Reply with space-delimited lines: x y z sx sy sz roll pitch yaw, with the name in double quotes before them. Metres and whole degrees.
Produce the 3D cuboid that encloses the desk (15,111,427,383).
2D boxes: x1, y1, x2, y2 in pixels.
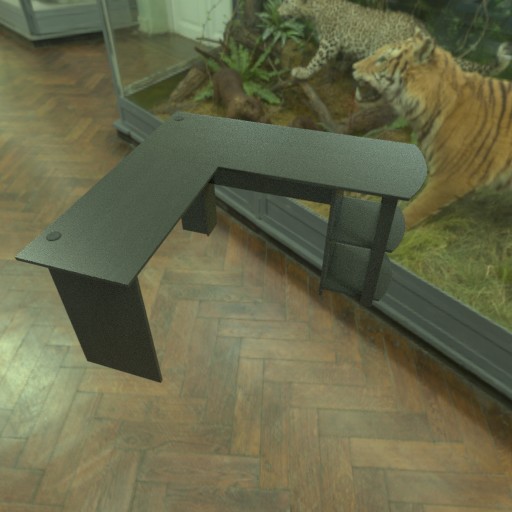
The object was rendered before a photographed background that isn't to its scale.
"desk" 0.000 0.000 2.101 1.361 0.716 1.303 12 43 13
